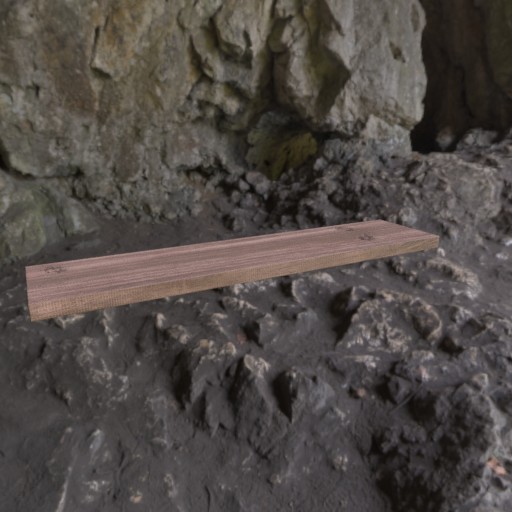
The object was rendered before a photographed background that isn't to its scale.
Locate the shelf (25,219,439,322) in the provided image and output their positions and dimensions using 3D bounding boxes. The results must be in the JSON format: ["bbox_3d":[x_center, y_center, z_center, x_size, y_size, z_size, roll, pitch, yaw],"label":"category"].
[{"bbox_3d":[0.000,0.000,0.659,0.610,0.020,0.140,-9,19,-26],"label":"shelf"}]
